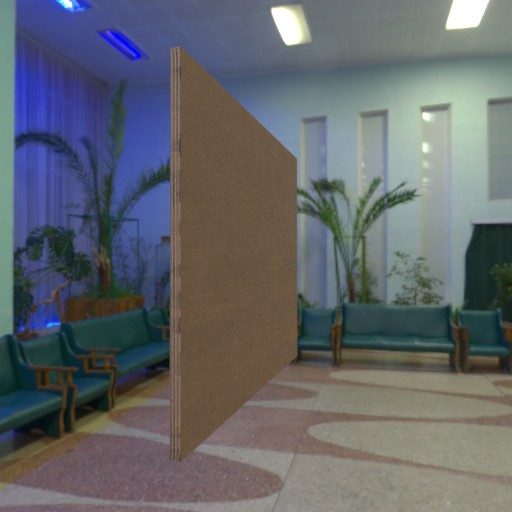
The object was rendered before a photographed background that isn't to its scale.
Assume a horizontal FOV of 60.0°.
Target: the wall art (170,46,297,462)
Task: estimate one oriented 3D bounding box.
[{"bbox_3d":[0.000,0.000,0.677,0.012,0.408,0.508,0,-1,18],"label":"wall art"}]
